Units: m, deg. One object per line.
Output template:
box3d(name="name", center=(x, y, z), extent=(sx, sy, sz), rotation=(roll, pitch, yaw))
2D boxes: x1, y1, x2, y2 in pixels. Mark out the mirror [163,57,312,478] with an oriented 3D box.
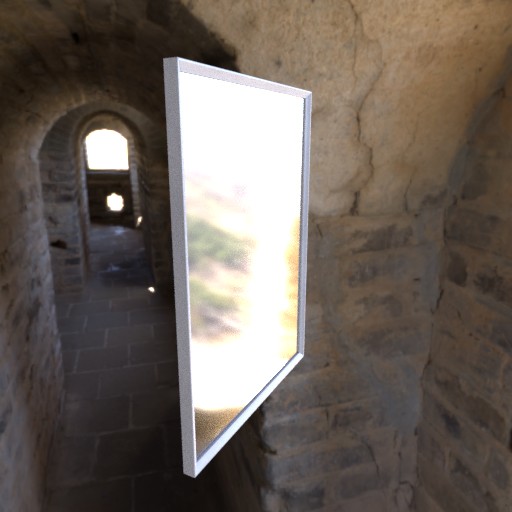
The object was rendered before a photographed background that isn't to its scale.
box3d(name="mirror", center=(0.000, 0.000, 1.362), extent=(0.041, 1.016, 0.762), rotation=(8, 16, 27))
